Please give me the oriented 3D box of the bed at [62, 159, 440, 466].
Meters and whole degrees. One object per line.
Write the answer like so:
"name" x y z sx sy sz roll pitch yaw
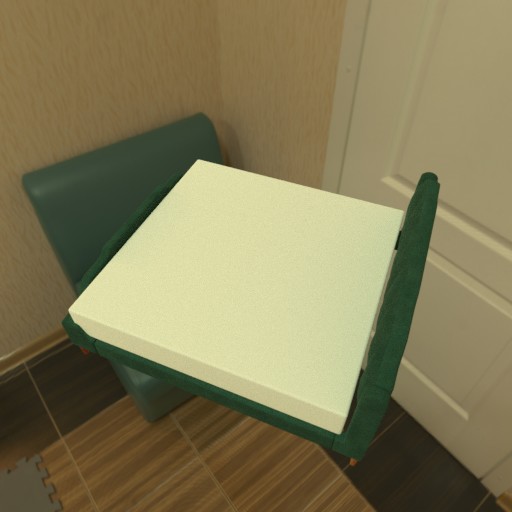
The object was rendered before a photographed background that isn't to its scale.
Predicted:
"bed" 0.000 0.000 3.498 2.340 1.245 2.074 17 49 15
